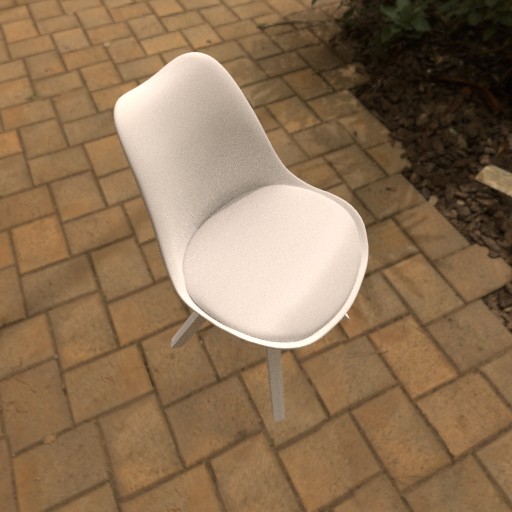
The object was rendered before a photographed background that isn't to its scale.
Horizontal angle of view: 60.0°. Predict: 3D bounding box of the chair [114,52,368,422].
[{"bbox_3d":[0.000,0.000,1.160,0.550,0.850,0.485,30,60,19],"label":"chair"}]
